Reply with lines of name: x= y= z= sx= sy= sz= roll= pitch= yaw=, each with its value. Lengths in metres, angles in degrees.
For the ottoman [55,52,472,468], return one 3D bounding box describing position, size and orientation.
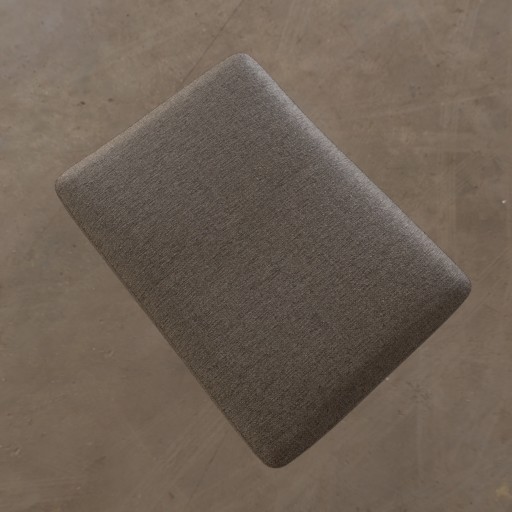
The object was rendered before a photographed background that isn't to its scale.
ottoman: x=0.000 y=0.000 z=1.230 sx=0.637 sy=0.478 sz=0.885 roll=-39 pitch=78 yaw=-10
